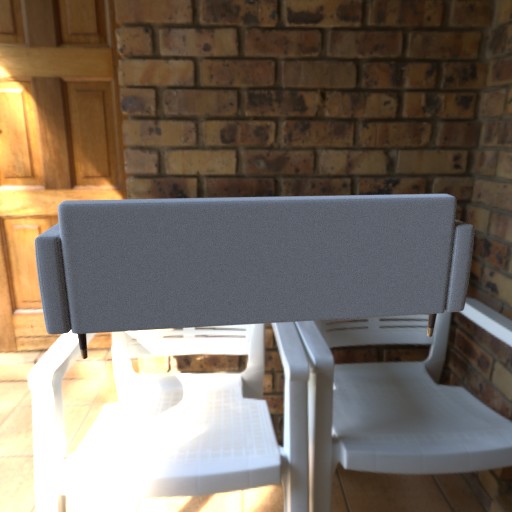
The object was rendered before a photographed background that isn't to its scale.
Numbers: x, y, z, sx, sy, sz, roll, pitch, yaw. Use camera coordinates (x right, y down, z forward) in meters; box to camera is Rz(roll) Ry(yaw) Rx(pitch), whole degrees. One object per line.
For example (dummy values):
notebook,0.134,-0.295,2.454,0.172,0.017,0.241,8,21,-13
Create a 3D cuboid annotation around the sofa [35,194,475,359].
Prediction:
sofa,0.000,0.000,2.728,2.291,0.821,0.990,-2,15,-8
